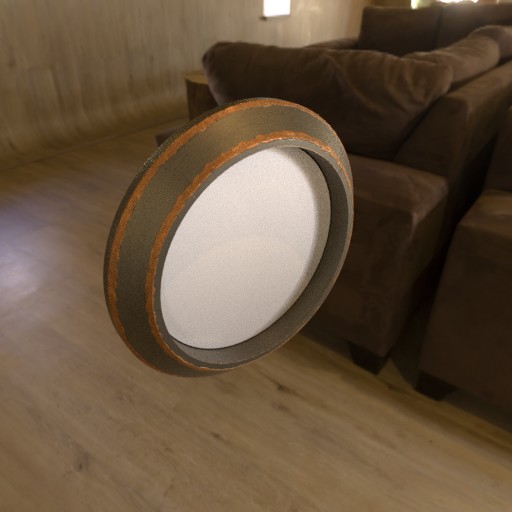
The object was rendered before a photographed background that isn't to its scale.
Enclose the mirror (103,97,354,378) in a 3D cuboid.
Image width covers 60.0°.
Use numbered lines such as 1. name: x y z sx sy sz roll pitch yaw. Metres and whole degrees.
1. mirror: 0.000 0.000 1.355 0.907 0.907 0.111 -22 38 -31
